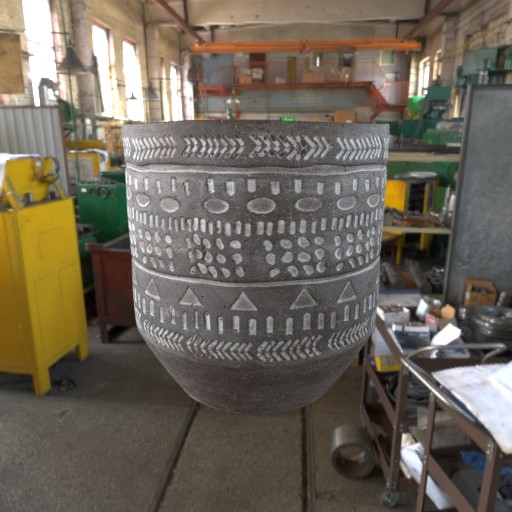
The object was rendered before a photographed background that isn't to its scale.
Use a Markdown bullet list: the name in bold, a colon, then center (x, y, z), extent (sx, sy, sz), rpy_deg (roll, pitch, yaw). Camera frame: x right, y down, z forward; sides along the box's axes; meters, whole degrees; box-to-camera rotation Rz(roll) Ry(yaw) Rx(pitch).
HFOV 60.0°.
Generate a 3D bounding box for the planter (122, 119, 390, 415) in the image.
- **planter**: center (0.000, 0.000, 0.224), extent (0.122, 0.128, 0.122), rpy_deg (0, 15, 0)
